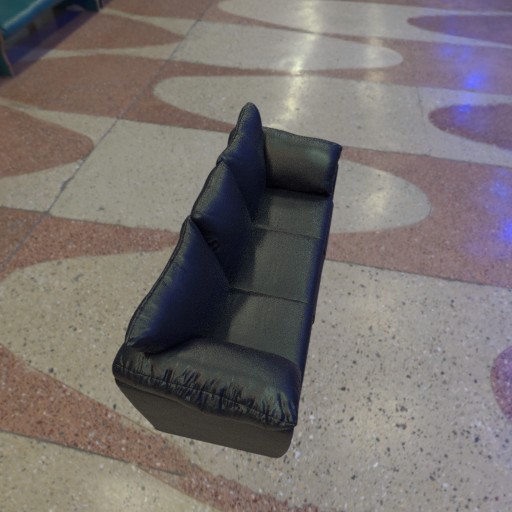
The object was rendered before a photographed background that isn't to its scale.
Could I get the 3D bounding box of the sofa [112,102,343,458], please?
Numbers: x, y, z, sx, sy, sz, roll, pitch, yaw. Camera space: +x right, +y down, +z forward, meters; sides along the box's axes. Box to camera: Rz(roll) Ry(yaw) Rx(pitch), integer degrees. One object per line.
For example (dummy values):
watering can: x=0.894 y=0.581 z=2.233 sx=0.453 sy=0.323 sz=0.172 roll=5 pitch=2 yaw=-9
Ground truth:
sofa: x=0.000 y=0.000 z=2.871 sx=0.880 sy=1.073 sz=2.336 roll=9 pitch=46 yaw=9
